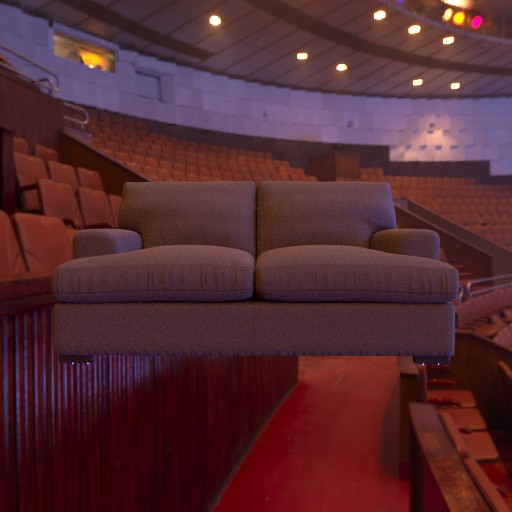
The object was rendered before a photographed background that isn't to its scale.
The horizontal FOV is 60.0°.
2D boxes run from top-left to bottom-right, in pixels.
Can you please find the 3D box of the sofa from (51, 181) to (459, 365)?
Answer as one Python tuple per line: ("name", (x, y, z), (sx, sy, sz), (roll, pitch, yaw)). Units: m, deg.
("sofa", (0.000, 0.000, 2.495), (1.869, 0.950, 1.140), (0, 1, 0))
